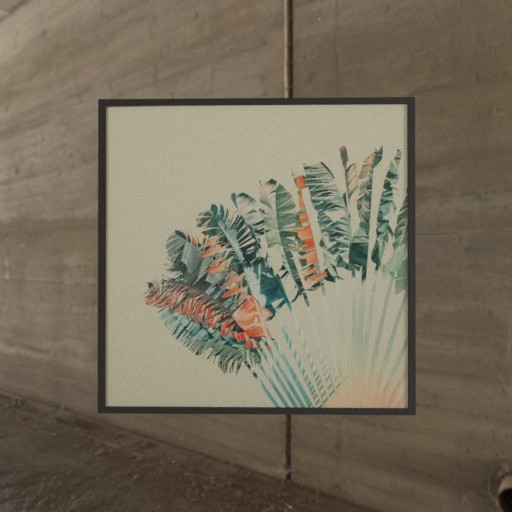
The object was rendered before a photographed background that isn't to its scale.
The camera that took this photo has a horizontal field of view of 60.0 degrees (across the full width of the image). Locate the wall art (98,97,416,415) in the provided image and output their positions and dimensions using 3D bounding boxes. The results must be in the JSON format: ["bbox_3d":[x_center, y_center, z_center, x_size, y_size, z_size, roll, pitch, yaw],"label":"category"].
[{"bbox_3d":[0.000,0.000,0.439,0.302,0.300,0.036,0,0,1],"label":"wall art"}]
